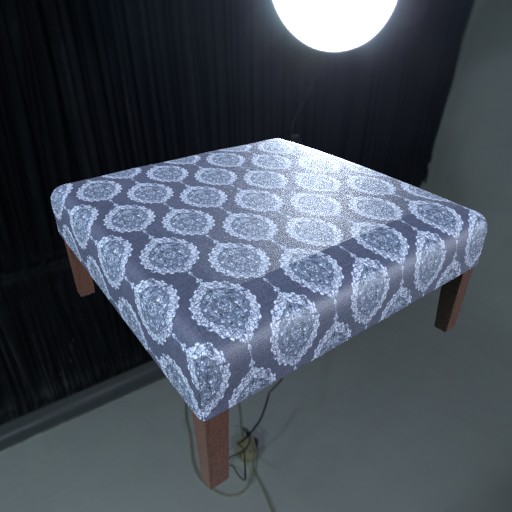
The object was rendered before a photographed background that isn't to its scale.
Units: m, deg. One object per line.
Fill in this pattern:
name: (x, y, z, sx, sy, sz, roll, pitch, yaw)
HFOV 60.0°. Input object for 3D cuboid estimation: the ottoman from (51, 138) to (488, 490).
ottoman: (0.000, 0.000, 1.323, 0.889, 0.409, 0.890, -21, 37, -30)
